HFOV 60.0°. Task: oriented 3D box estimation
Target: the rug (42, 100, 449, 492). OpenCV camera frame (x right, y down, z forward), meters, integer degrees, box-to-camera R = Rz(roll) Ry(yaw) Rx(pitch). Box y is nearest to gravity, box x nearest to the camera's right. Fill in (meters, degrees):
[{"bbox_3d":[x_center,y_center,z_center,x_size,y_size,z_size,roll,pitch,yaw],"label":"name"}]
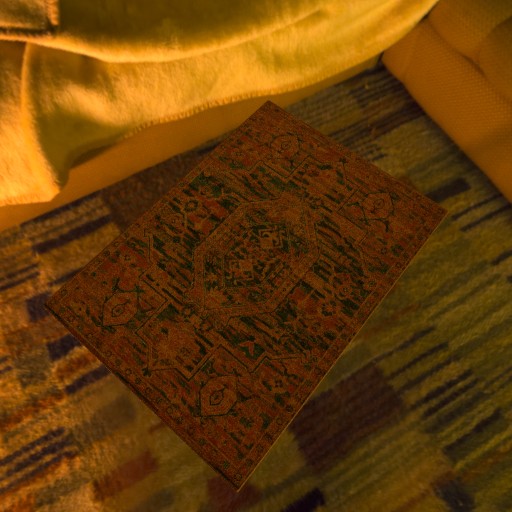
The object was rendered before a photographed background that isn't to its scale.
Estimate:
[{"bbox_3d":[0.000,0.000,2.869,1.588,0.024,2.204,37,70,16],"label":"rug"}]
